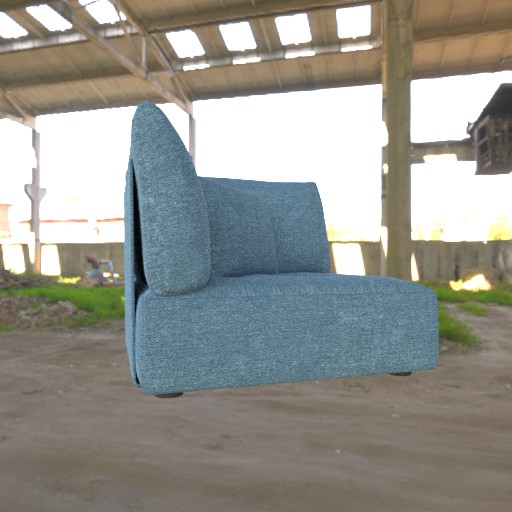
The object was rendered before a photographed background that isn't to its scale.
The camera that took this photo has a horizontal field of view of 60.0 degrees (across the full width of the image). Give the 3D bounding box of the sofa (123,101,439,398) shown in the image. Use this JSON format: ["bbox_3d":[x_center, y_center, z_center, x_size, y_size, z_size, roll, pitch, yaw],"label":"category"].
[{"bbox_3d":[0.000,0.000,1.769,1.000,0.820,1.000,0,-1,-18],"label":"sofa"}]
